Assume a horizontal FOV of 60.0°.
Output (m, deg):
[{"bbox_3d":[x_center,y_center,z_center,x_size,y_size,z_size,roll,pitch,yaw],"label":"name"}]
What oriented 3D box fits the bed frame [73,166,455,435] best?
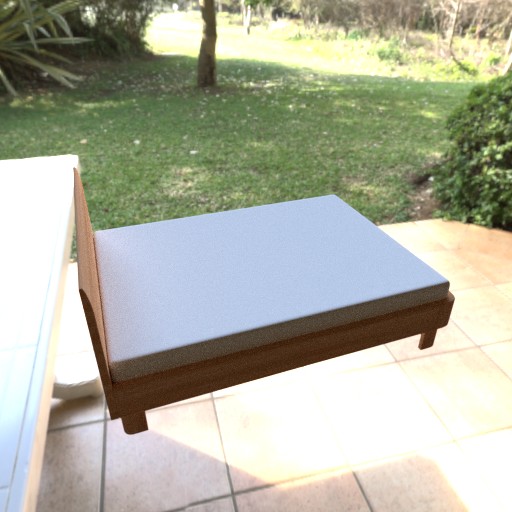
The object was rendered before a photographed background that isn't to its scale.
[{"bbox_3d":[0.000,0.000,2.820,1.992,0.940,1.472,-11,33,-17],"label":"bed frame"}]
